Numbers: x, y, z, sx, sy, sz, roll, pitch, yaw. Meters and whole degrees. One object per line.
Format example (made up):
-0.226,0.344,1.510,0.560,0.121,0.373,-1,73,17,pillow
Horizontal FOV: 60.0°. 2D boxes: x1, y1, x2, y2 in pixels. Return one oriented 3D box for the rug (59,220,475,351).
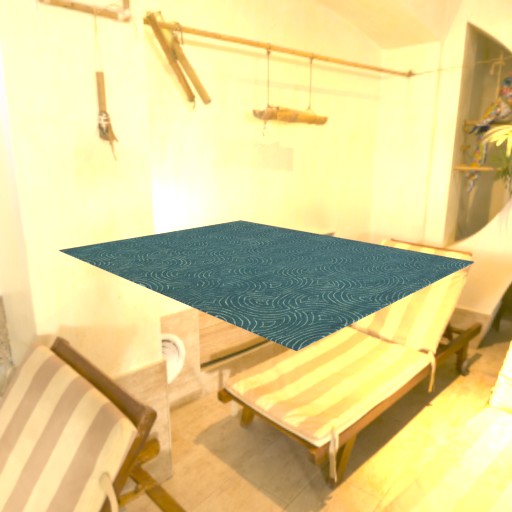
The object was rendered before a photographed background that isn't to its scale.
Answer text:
0.000,0.000,4.127,2.432,0.012,3.033,-14,20,-43,rug
